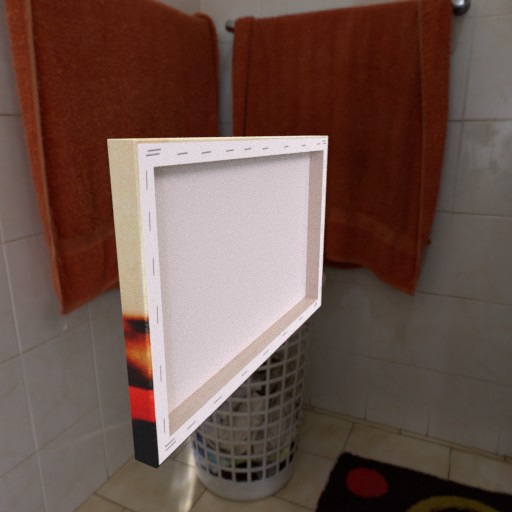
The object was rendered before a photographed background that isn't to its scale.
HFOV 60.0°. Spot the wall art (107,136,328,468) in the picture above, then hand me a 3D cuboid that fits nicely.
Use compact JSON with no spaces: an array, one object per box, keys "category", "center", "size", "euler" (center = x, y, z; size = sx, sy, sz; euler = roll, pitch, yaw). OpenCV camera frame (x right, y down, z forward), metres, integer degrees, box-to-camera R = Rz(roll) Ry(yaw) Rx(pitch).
[{"category":"wall art","center":[0.000,0.000,0.775],"size":[0.040,0.402,0.613],"euler":[8,17,26]}]
